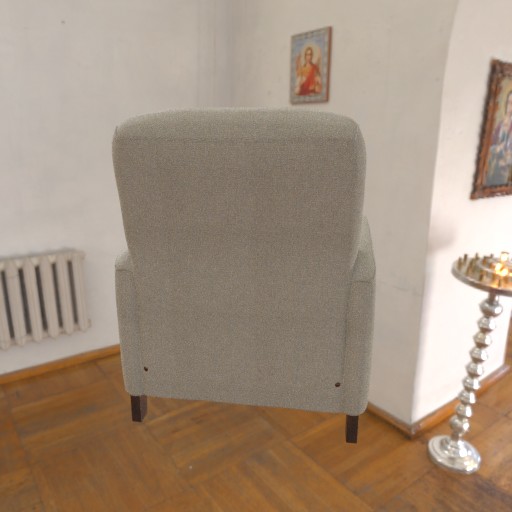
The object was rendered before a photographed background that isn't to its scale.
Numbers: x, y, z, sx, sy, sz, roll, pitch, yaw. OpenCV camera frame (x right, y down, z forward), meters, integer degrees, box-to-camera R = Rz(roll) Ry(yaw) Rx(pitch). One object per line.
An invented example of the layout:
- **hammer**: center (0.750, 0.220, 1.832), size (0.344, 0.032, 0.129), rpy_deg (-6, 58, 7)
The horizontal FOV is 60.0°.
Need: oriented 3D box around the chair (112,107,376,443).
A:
- **chair**: center (0.000, 0.000, 1.633), size (0.850, 1.006, 0.853), rpy_deg (2, 16, 8)
